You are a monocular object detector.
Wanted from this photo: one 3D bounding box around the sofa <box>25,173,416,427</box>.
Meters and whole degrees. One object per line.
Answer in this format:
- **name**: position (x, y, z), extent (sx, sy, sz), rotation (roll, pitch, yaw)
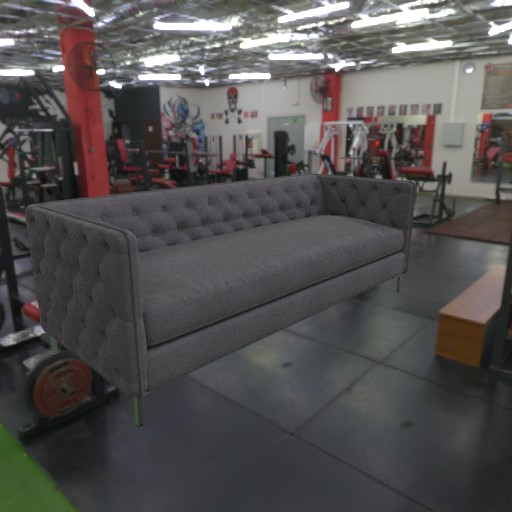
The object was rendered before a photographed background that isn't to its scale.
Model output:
- **sofa**: position (0.000, 0.000, 2.579), extent (0.895, 0.771, 2.209), rotation (15, 22, 42)
